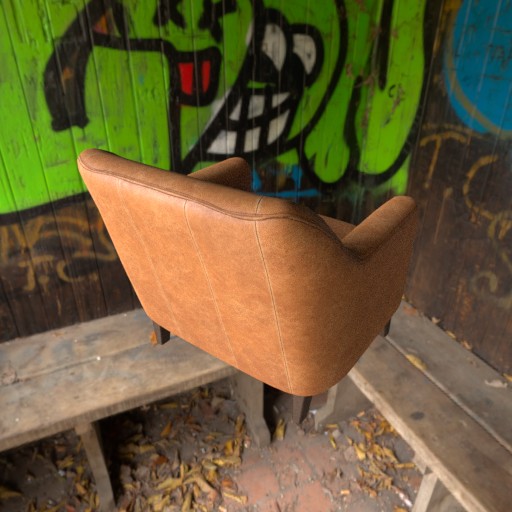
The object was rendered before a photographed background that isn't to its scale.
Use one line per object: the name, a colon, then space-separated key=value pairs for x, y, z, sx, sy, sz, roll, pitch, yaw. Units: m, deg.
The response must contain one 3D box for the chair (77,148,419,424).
chair: x=0.000 y=0.000 z=1.857 sx=1.037 sy=0.980 sz=1.034 roll=20 pitch=35 yaw=31
